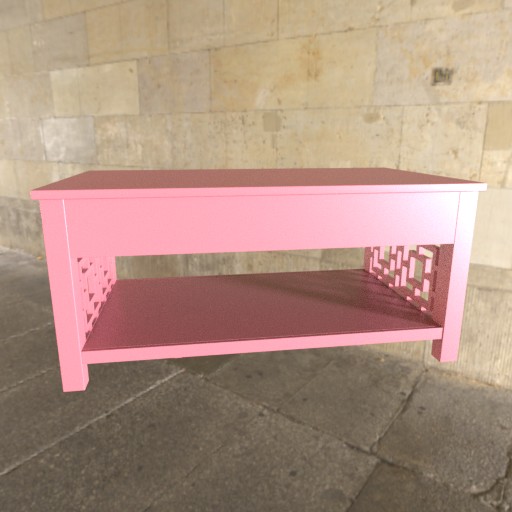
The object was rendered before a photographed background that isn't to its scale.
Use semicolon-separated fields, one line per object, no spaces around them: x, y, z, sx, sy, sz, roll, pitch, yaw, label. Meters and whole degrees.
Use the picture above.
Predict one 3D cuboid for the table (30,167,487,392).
0.000;0.000;1.378;1.068;0.493;0.612;-2;15;-8;table
